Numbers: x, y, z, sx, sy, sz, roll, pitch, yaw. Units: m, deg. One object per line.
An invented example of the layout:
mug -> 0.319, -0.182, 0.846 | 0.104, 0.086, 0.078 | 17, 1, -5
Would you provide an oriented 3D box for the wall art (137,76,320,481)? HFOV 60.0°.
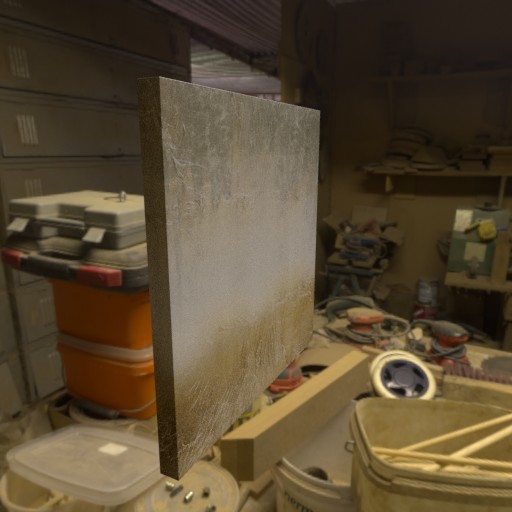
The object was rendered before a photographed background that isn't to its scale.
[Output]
wall art -> 0.000, 0.000, 0.912 | 0.038, 0.610, 0.610 | 7, 15, 27
